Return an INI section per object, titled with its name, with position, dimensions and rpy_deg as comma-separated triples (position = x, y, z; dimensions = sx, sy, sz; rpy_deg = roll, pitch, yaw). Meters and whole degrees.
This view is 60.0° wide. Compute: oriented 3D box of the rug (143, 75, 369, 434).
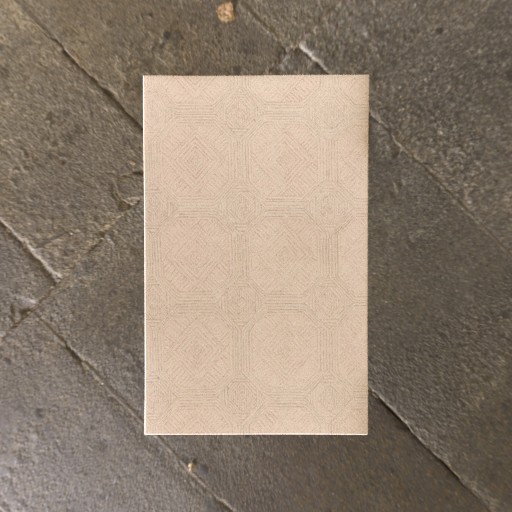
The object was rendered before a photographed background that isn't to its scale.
[rug]
position = 0.000, 0.000, 3.007
dimensions = 1.524, 0.008, 2.440
rpy_deg = 0, 91, 0
